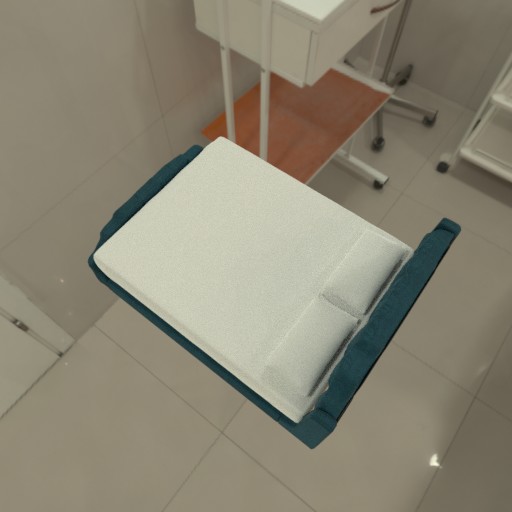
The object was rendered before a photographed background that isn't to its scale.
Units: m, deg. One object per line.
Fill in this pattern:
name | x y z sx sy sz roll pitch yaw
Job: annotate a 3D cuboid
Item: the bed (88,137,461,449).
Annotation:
bed | 0.000 0.000 3.486 2.322 1.351 1.676 34 67 17
